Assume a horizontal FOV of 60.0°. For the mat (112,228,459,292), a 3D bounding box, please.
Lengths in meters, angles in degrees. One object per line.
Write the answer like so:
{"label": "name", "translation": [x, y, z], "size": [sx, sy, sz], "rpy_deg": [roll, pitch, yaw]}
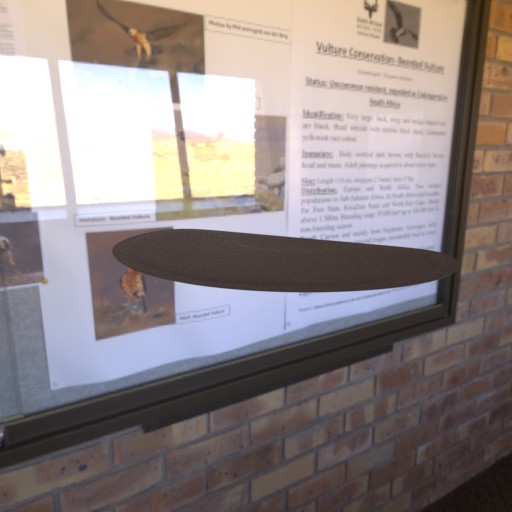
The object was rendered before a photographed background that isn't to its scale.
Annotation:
{"label": "mat", "translation": [0.000, 0.000, 1.839], "size": [1.524, 0.013, 0.913], "rpy_deg": [6, 15, 25]}
